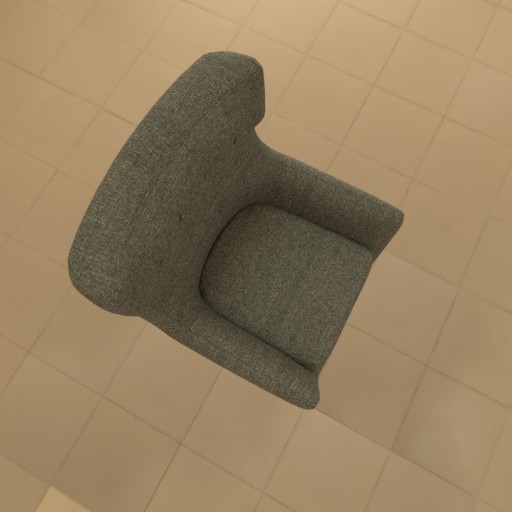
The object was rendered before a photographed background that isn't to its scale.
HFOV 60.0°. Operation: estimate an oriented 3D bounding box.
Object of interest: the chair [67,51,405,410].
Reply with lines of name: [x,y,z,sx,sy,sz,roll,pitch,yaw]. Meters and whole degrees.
chair: [0.000,0.000,1.721,0.904,1.063,0.878,27,76,7]
